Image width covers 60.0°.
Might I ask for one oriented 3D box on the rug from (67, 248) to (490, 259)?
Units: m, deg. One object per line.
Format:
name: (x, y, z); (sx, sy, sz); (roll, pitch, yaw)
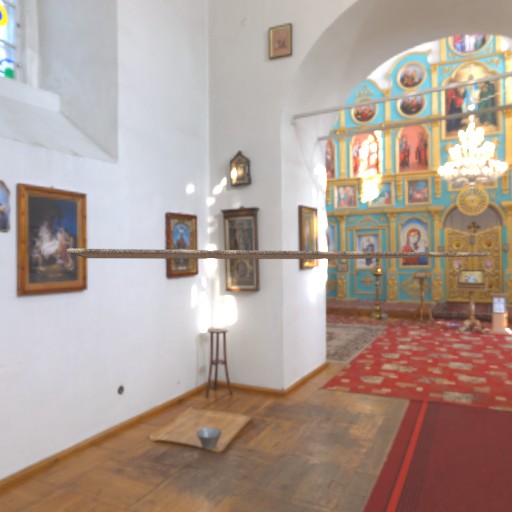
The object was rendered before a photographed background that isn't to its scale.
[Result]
rug: (0.000, 0.000, 4.037); (3.000, 0.026, 2.399); (0, -1, -19)
